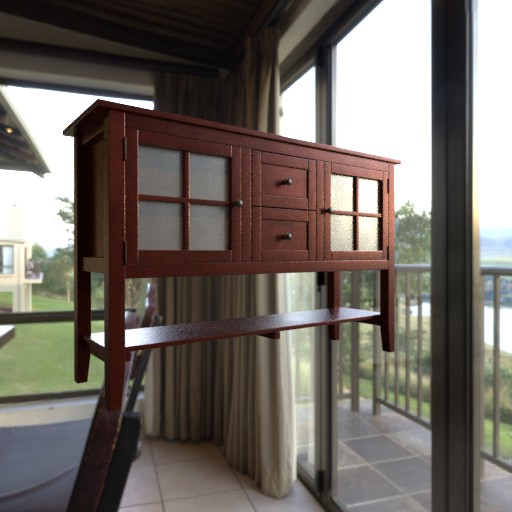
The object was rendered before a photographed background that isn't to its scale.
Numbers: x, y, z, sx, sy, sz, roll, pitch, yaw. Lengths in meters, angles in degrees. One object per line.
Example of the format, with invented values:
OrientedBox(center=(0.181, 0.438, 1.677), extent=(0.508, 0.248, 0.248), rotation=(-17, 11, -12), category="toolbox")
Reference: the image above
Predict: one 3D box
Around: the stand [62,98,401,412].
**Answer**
OrientedBox(center=(0.000, 0.000, 1.774), extent=(1.362, 0.872, 0.410), rotation=(0, 1, -36), category="stand")
